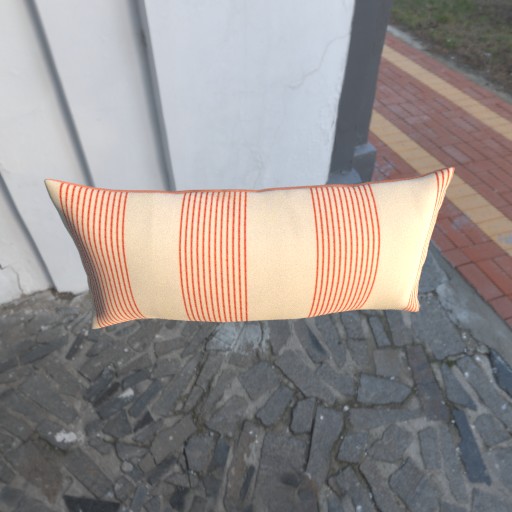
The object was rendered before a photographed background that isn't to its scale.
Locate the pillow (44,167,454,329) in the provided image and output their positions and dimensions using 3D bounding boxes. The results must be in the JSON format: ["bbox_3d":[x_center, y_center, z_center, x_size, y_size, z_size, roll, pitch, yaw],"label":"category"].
[{"bbox_3d":[0.000,0.000,0.734,0.608,0.292,0.156,-2,46,-2],"label":"pillow"}]
